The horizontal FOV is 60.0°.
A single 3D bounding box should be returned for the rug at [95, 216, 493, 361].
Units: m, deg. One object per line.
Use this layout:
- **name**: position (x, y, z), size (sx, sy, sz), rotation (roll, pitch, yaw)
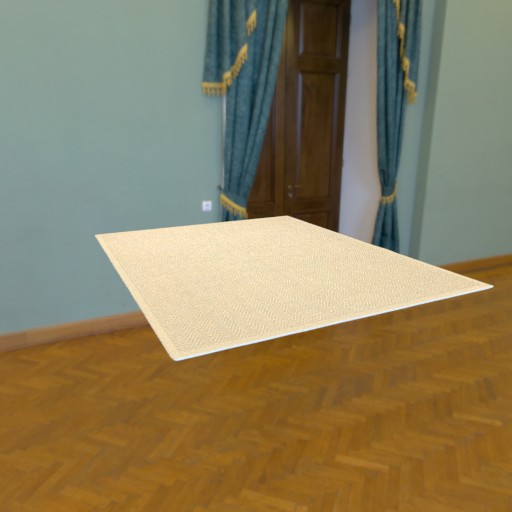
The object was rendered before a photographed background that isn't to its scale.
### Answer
- **rug**: position (0.000, 0.000, 4.037), size (2.423, 0.019, 3.009), rotation (-8, 18, -25)
